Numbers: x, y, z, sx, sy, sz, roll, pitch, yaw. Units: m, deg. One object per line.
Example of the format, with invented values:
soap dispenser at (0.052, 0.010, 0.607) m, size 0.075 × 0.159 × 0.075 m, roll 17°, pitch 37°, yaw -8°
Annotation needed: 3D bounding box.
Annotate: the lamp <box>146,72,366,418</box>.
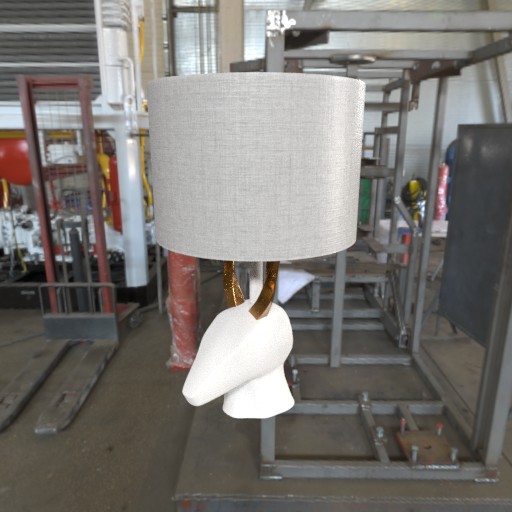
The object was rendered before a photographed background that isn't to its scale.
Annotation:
lamp at (0.000, 0.000, 0.685) m, size 0.298 × 0.503 × 0.298 m, roll -15°, pitch 21°, yaw -42°
